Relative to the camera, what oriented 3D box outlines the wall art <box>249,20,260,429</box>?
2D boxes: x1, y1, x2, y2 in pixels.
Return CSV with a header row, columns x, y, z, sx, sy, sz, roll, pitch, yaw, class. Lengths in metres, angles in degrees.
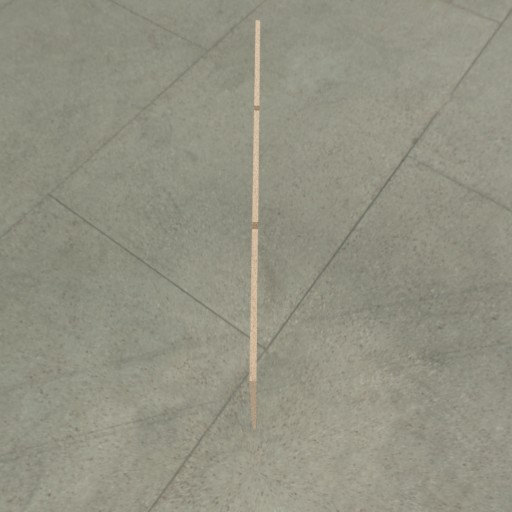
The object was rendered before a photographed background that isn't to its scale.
x,y,z,sx,sy,sz,roll,pitch,yaw,class
0.000,0.000,1.358,0.012,0.910,0.917,1,64,0,wall art
